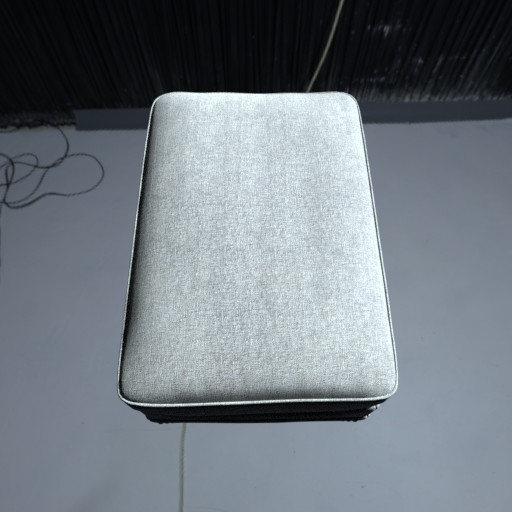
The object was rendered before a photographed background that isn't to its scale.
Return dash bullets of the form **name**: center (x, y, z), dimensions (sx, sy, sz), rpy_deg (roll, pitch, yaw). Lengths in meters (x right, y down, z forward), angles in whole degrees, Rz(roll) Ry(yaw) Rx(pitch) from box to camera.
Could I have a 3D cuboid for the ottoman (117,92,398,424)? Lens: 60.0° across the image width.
- **ottoman**: center (0.000, 0.000, 1.156), dimensions (0.561, 0.457, 0.813), rpy_deg (-1, 62, 0)
